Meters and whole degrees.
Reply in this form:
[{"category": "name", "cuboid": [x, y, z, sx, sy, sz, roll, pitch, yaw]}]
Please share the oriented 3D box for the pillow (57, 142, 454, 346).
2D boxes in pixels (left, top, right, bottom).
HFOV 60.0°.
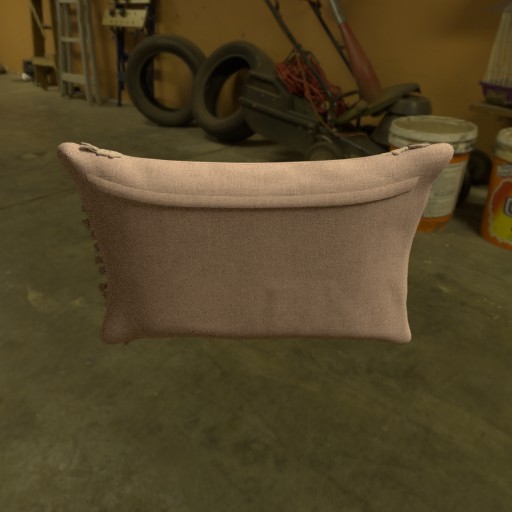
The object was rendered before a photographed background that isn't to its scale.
[{"category": "pillow", "cuboid": [0.000, 0.000, 0.590, 0.466, 0.305, 0.084, 0, 29, 0]}]
